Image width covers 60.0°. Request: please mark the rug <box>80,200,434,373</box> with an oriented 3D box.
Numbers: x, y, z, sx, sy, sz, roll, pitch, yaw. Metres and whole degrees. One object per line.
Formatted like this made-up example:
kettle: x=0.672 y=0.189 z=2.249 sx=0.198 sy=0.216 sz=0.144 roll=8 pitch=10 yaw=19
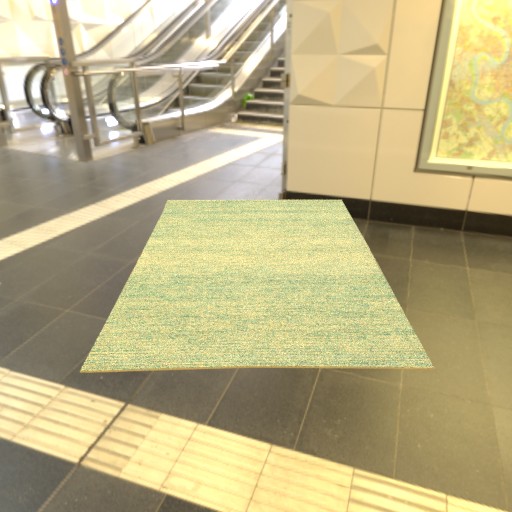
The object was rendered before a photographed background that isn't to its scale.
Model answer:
rug: x=0.000 y=0.000 z=3.010 sx=1.593 sy=0.029 sz=2.305 roll=0 pitch=26 yaw=0
